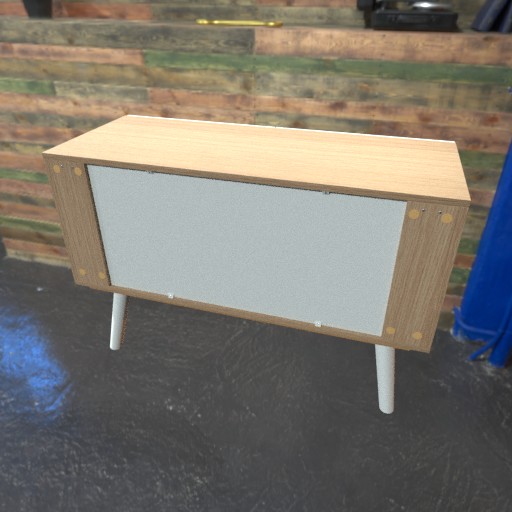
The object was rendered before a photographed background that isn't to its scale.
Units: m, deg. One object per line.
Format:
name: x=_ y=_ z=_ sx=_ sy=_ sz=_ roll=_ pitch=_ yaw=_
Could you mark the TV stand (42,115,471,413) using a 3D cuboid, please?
TV stand: x=0.000 y=0.000 z=1.315 sx=0.991 sy=0.660 sz=0.407 roll=9 pitch=32 yaw=14
